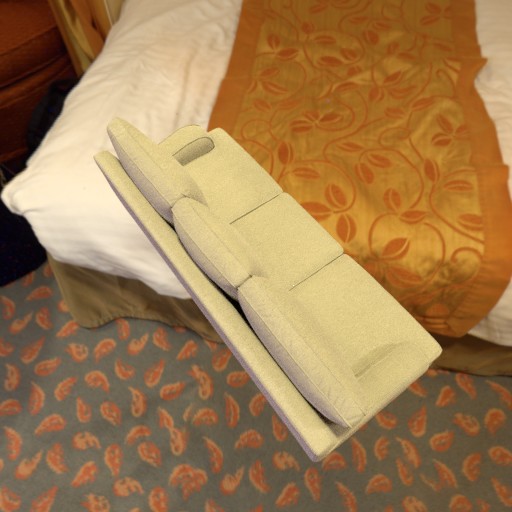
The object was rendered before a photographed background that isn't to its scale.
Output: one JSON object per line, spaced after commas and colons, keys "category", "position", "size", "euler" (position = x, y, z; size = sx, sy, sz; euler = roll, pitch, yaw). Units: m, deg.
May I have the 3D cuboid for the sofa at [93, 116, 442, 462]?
{"category": "sofa", "position": [0.000, 0.000, 2.841], "size": [1.016, 0.991, 2.323], "euler": [-32, 63, -18]}
